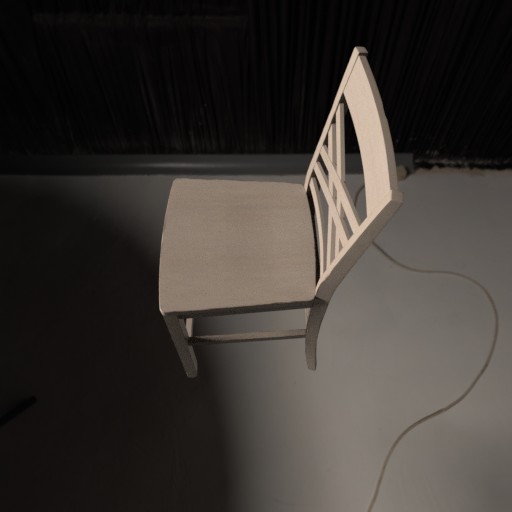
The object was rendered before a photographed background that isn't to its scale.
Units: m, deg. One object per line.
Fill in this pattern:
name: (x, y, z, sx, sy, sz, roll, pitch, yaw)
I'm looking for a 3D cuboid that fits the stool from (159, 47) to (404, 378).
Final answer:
stool: (0.000, 0.000, 1.354, 0.539, 1.079, 0.462, -1, 58, -1)
